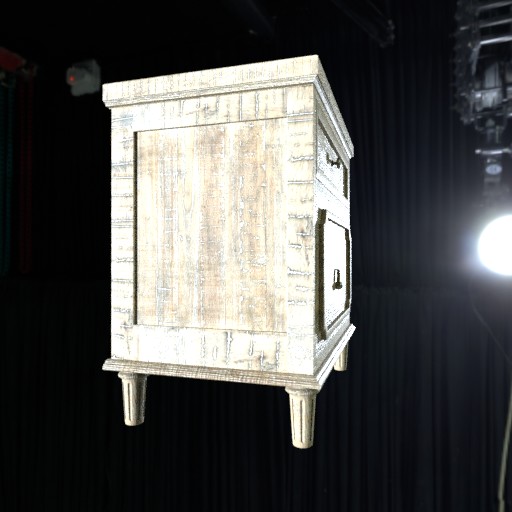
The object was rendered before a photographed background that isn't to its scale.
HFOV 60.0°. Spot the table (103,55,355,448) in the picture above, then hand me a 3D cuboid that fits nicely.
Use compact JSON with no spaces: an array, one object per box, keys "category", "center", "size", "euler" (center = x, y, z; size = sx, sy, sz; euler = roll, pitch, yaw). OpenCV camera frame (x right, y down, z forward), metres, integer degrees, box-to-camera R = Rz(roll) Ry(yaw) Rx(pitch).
[{"category":"table","center":[0.000,0.000,1.174],"size":[0.457,0.711,0.686],"euler":[0,0,18]}]
